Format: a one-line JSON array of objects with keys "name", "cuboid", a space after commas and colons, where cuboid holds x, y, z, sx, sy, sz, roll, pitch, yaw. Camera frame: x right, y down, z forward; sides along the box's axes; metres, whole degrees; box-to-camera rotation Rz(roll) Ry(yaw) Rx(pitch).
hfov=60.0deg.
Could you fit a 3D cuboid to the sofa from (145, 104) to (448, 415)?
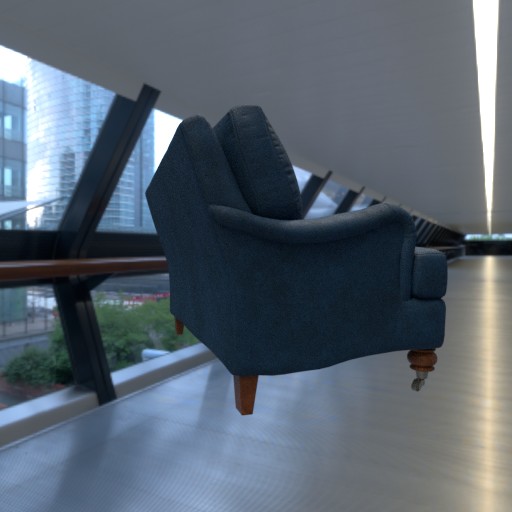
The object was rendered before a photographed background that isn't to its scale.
[{"name": "sofa", "cuboid": [0.000, 0.000, 2.451, 1.084, 1.101, 1.853, 0, 0, -18]}]
